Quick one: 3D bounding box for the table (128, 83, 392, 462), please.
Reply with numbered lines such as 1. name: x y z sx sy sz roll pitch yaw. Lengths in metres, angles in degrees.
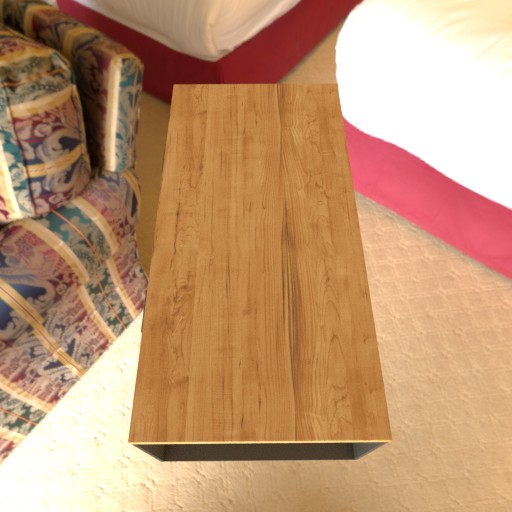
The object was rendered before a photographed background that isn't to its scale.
1. table: 0.000 0.000 1.443 0.590 0.400 1.180 0 60 0
